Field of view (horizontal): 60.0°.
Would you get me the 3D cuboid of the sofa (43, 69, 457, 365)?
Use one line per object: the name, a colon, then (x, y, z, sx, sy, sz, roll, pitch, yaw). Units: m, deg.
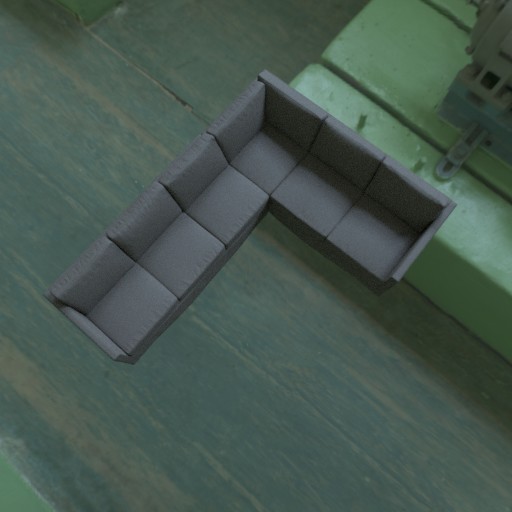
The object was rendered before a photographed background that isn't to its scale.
sofa: (0.000, 0.000, 4.375, 2.432, 0.871, 3.182, 39, 78, 10)
